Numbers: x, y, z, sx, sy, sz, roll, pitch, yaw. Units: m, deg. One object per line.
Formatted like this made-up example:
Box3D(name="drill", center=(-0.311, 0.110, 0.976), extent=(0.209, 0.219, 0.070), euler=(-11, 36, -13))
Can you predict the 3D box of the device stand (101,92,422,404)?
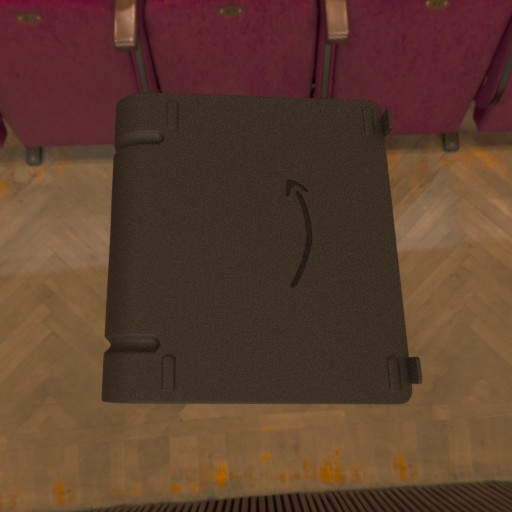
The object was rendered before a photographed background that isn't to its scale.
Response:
Box3D(name="device stand", center=(0.000, 0.000, 0.402), extent=(0.236, 0.155, 0.256), euler=(-2, 76, 0))
